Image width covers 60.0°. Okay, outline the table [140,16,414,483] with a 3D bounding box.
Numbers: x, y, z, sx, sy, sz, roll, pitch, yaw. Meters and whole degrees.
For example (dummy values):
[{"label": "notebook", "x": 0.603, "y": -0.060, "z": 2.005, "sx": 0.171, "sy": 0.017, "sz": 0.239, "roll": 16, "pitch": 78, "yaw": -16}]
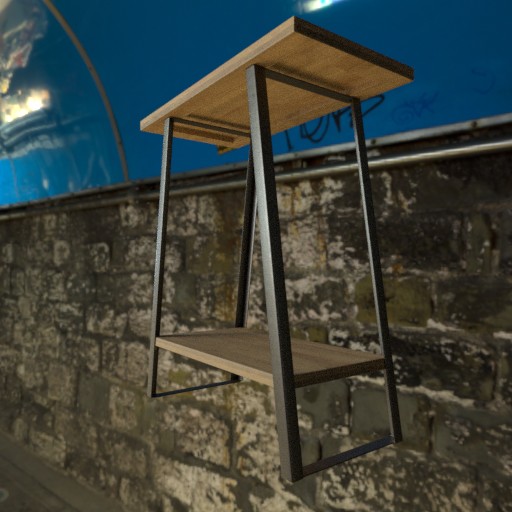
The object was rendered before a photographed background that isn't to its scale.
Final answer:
[{"label": "table", "x": 0.000, "y": 0.000, "z": 0.980, "sx": 0.300, "sy": 0.701, "sz": 0.599, "roll": 1, "pitch": -2, "yaw": -36}]
